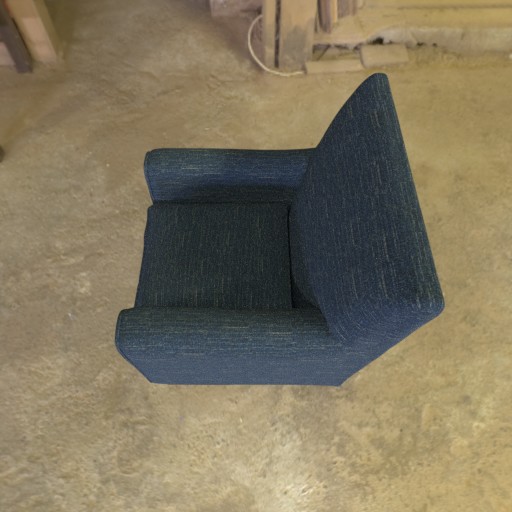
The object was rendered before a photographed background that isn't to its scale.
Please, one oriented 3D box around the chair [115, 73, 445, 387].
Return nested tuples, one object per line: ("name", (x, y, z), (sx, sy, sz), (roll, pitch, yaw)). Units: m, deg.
("chair", (0.000, 0.000, 1.627), (0.873, 0.928, 0.864), (0, 58, 0))
